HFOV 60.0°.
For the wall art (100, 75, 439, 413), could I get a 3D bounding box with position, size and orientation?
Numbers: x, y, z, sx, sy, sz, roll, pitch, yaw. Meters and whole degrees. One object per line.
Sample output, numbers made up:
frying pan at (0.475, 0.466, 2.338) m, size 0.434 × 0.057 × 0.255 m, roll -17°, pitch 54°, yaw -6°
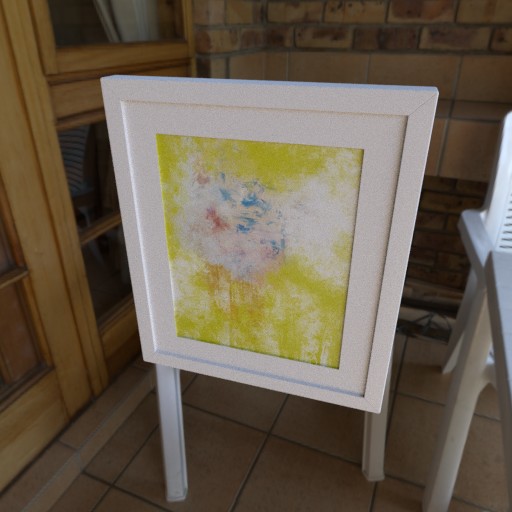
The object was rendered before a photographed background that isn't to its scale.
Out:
wall art at (0.000, 0.000, 0.517) m, size 0.331 × 0.381 × 0.028 m, roll 8°, pitch 29°, yaw 15°
